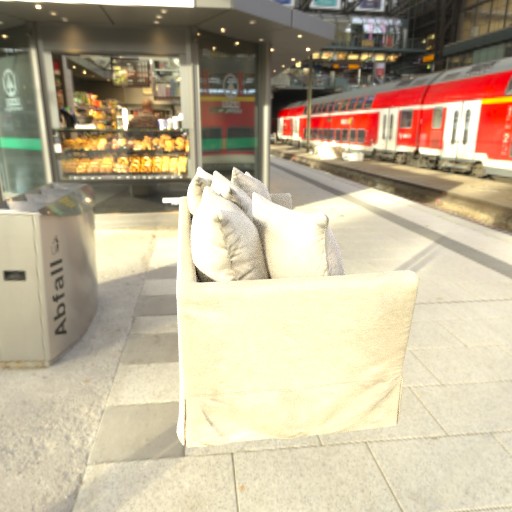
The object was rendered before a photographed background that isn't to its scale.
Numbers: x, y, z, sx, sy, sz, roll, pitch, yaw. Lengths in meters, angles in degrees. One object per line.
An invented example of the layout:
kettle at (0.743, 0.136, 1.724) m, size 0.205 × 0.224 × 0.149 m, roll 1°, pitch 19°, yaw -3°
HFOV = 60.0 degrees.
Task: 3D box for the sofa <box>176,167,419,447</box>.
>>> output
sofa at (0.000, 0.000, 2.846) m, size 1.031 × 1.034 × 2.290 m, roll -3°, pitch 17°, yaw -9°
